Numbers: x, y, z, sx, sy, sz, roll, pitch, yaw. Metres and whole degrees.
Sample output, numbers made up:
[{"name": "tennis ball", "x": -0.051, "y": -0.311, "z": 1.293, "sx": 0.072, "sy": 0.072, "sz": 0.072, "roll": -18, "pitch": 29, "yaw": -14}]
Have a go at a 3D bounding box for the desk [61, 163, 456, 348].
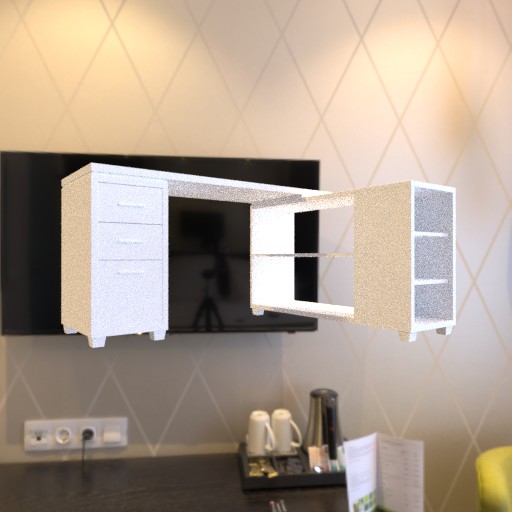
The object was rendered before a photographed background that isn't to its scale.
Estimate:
[{"name": "desk", "x": 0.000, "y": 0.000, "z": 2.180, "sx": 1.524, "sy": 0.759, "sz": 1.199, "roll": 0, "pitch": 0, "yaw": -37}]
